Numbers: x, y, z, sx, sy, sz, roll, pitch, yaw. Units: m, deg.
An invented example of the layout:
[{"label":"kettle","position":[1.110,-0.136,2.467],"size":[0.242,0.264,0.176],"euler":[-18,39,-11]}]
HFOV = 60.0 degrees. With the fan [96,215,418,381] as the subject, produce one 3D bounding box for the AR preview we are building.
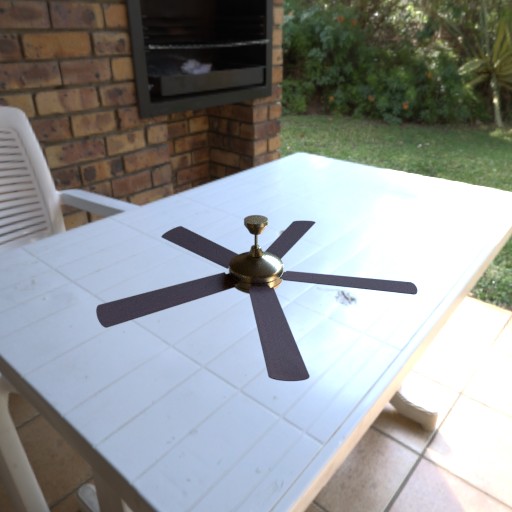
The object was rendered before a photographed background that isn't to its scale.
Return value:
[{"label":"fan","position":[0.000,0.000,1.991],"size":[1.321,0.356,1.321],"euler":[18,32,31]}]
